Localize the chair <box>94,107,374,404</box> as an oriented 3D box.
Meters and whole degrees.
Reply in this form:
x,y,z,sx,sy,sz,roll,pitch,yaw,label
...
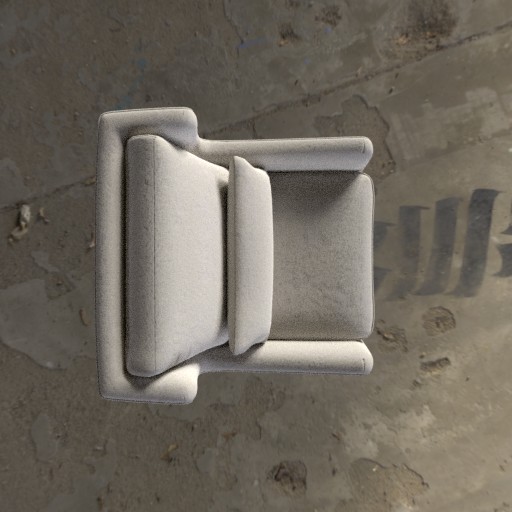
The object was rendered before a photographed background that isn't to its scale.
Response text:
x,y,z,sx,sy,sz,roll,pitch,yaw,label
0.000,0.000,1.921,1.040,1.056,0.982,0,90,1,chair
